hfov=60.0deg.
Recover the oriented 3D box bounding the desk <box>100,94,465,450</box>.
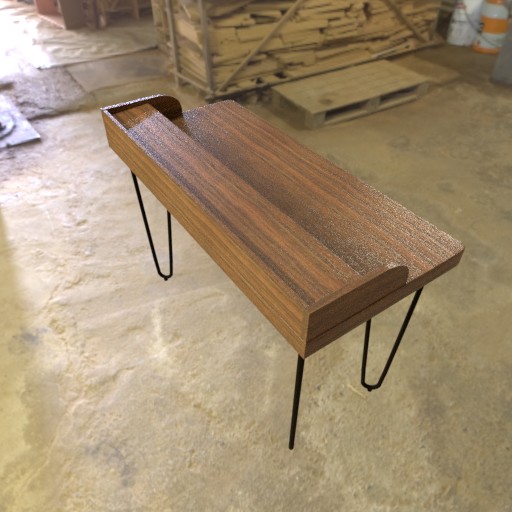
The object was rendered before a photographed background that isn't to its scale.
[{"bbox_3d":[0.000,0.000,1.660,0.565,0.854,1.200,-25,47,-25],"label":"desk"}]
